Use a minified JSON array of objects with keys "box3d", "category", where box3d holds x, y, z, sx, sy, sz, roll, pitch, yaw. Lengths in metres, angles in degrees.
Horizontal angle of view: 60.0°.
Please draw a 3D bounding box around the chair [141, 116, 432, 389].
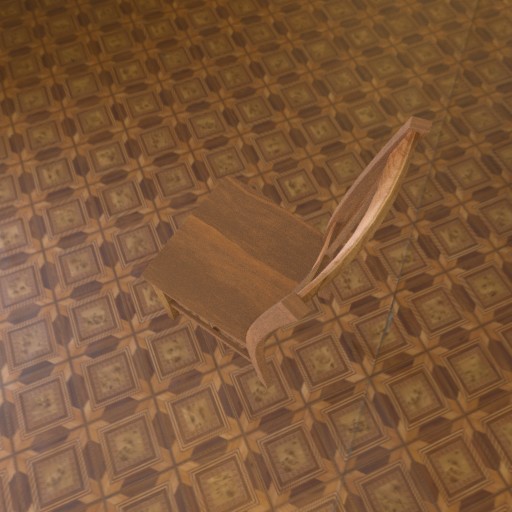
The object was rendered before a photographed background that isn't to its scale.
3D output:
[{"box3d":[0.000,0.000,1.277,0.542,0.983,0.485,32,69,14],"category":"chair"}]
